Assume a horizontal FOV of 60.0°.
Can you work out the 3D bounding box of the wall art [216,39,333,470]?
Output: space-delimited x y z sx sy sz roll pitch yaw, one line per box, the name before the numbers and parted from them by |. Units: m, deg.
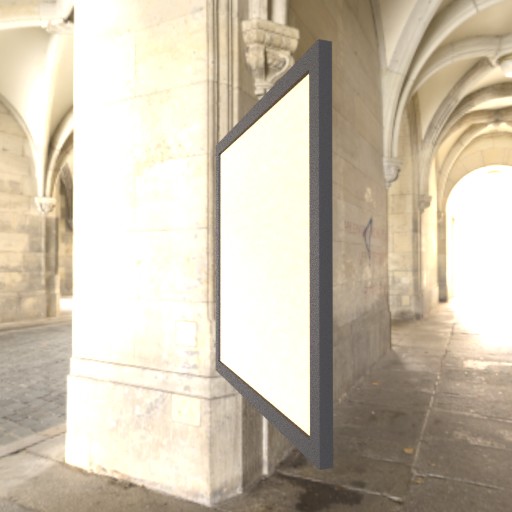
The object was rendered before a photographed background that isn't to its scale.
wall art | 0.000 0.000 0.535 0.013 0.356 0.356 0 -1 -19
